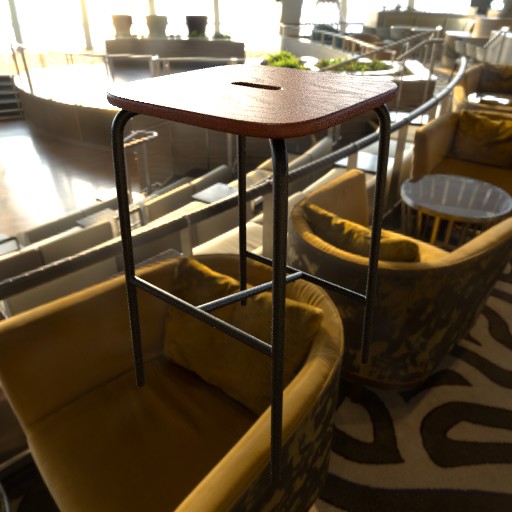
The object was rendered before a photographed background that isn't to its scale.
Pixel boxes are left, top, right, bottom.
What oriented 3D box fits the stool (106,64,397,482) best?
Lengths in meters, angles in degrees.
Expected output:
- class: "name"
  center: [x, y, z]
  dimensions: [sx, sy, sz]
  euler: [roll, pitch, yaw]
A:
- class: "stool"
  center: [0.000, 0.000, 0.837]
  dimensions: [0.376, 0.610, 0.376]
  euler: [21, 37, 31]
